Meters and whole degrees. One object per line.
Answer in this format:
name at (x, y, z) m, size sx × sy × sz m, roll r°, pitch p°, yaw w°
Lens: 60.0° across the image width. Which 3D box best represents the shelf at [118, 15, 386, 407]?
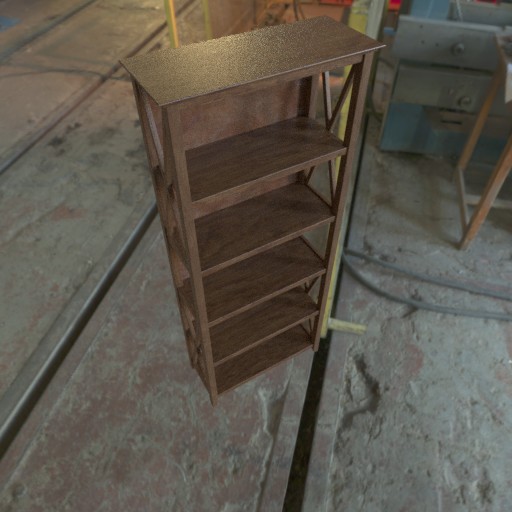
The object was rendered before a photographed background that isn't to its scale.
shelf at (0.000, 0.000, 2.119) m, size 0.805 × 1.905 × 0.335 m, roll -23°, pitch 51°, yaw -21°
